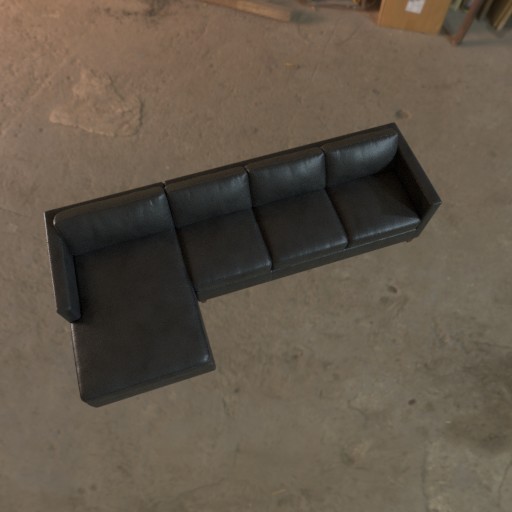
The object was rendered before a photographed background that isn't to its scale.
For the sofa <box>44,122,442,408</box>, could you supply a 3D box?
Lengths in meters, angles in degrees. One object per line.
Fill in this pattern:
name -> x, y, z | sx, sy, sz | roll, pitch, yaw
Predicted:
sofa -> 0.000, 0.000, 3.818 | 3.203, 0.883, 1.581 | -16, 65, -8
